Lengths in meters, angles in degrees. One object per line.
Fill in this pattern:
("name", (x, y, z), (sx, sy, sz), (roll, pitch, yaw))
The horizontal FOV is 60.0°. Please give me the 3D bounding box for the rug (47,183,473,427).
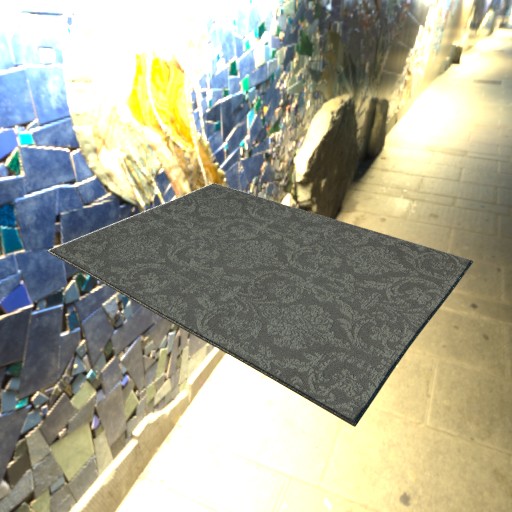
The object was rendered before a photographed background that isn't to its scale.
("rug", (0.000, 0.000, 2.813), (2.206, 0.014, 1.578), (21, 36, 32))
